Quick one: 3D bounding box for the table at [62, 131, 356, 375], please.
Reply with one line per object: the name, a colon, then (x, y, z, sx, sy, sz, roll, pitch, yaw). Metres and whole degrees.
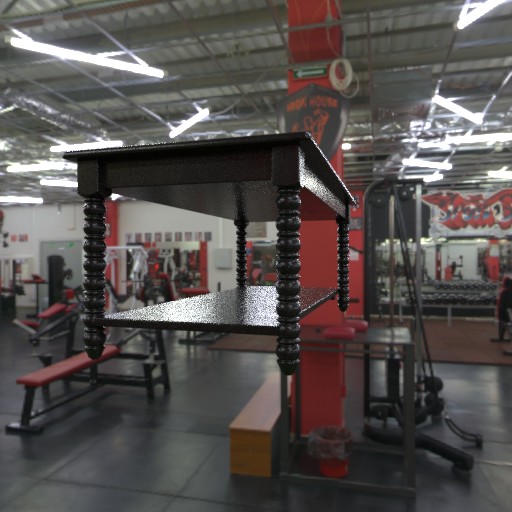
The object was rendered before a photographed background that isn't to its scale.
table: (0.000, 0.000, 1.492, 0.580, 0.487, 1.171, 0, 0, 17)
